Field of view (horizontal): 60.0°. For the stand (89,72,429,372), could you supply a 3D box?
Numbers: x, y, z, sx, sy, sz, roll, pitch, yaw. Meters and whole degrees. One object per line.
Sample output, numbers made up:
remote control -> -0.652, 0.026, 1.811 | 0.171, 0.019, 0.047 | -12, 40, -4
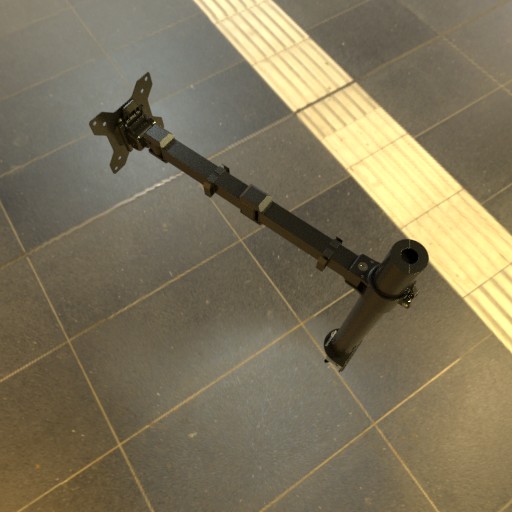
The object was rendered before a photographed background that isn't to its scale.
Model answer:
stand -> 0.000, 0.000, 0.729 | 0.456, 0.510, 0.115 | 34, 70, 14
